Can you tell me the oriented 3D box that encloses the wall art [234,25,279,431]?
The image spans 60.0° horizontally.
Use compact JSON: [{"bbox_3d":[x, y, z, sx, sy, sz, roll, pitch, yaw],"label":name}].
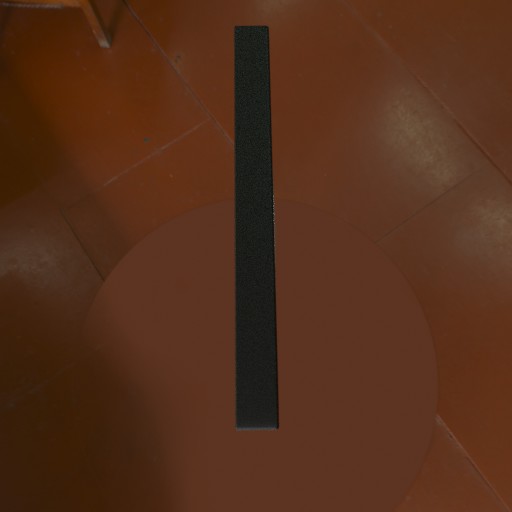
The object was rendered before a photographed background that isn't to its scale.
[{"bbox_3d":[0.000,0.000,0.619,0.041,0.407,0.406,-1,76,0],"label":"wall art"}]
